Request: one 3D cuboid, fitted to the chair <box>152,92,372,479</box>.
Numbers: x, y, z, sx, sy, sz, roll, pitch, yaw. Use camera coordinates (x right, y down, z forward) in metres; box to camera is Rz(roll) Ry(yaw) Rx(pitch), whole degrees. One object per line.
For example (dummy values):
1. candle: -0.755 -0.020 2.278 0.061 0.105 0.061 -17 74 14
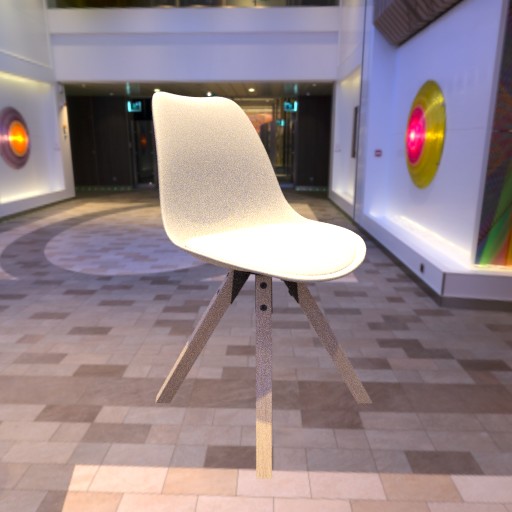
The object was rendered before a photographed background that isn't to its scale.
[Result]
1. chair: 0.000 0.000 1.185 0.485 0.850 0.550 -14 20 -43
